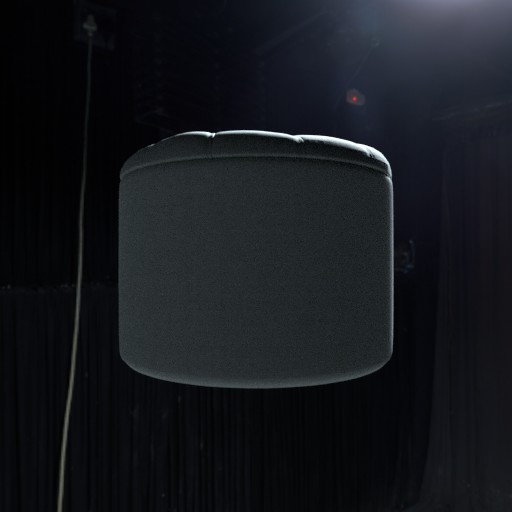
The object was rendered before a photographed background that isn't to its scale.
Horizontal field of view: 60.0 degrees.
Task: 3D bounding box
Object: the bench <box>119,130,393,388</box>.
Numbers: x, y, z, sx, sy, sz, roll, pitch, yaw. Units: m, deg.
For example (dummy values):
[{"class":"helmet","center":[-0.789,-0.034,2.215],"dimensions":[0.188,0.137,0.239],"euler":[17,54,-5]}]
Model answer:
[{"class":"bench","center":[0.000,0.000,1.014],"dimensions":[0.600,0.453,0.600],"euler":[0,-1,0]}]
